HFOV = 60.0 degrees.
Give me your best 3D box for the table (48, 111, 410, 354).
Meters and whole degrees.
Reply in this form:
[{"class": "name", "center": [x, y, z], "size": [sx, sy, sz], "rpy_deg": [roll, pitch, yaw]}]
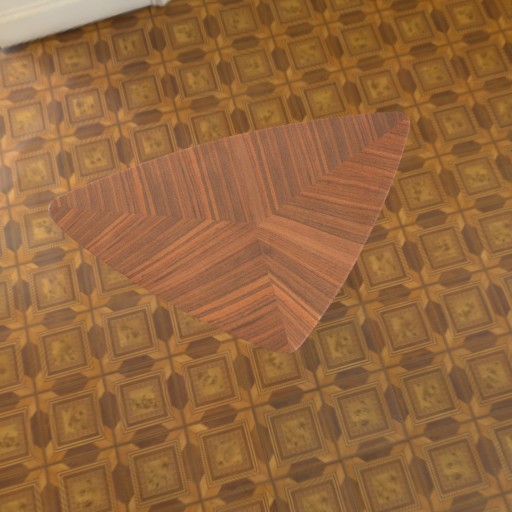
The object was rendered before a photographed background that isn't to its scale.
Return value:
[{"class": "table", "center": [0.000, 0.000, 1.318], "size": [1.008, 0.365, 0.601], "rpy_deg": [-15, 76, -4]}]
